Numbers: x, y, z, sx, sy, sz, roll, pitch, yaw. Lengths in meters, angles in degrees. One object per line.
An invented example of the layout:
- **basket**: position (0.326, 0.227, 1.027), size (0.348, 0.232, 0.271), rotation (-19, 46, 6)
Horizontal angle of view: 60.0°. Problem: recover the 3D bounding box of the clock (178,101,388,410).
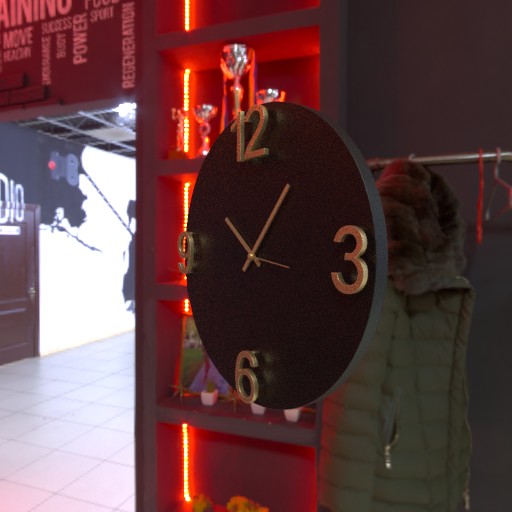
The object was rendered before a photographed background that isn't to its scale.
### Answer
- **clock**: position (0.000, 0.000, 0.677), size (0.038, 0.454, 0.454), rotation (-1, 2, -37)
